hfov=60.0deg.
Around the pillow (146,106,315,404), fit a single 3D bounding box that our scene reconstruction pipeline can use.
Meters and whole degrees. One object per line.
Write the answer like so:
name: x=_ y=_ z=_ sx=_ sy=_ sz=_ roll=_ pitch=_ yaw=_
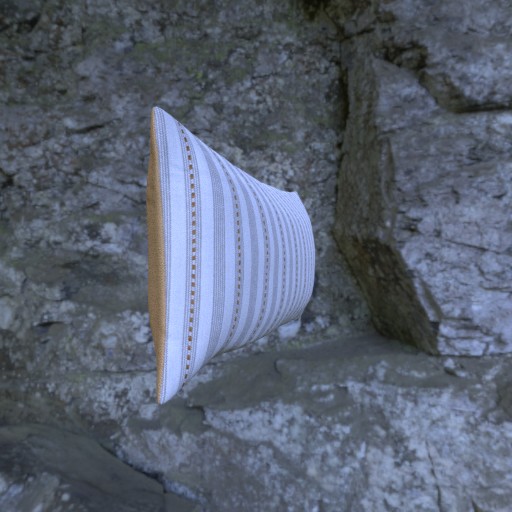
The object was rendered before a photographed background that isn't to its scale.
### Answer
pillow: x=0.000 y=0.000 z=0.718 sx=0.151 sy=0.291 sz=0.608 roll=0 pitch=0 yaw=18
